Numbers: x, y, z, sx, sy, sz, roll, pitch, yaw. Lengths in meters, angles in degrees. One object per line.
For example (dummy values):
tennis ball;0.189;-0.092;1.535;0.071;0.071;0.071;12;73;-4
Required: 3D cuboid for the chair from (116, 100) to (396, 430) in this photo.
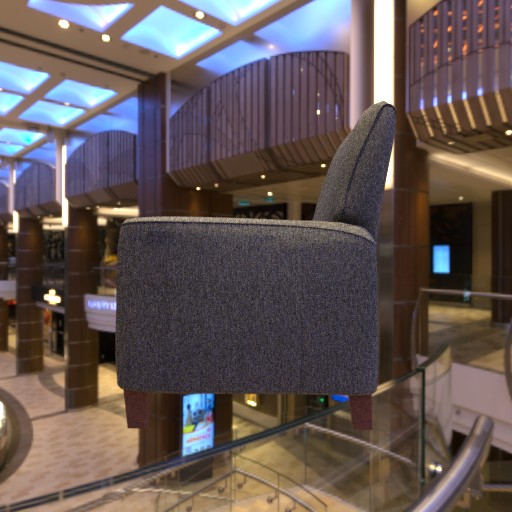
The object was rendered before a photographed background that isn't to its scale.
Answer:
chair;0.000;0.000;1.667;0.864;1.014;0.848;0;0;1
